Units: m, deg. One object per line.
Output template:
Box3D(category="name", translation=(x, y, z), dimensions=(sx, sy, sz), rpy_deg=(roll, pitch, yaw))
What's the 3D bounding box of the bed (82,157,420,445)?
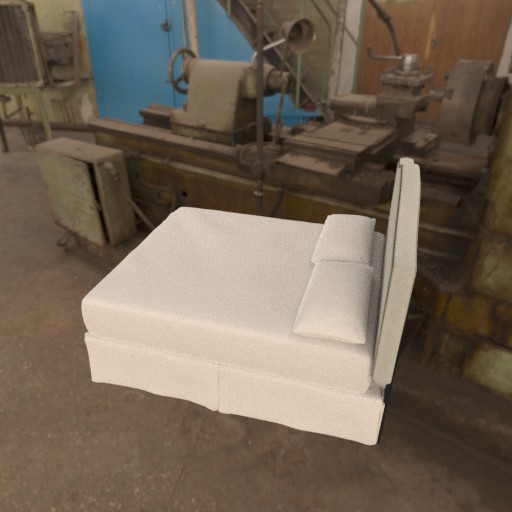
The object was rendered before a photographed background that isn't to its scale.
Box3D(category="bed", translation=(0.000, 0.000, 3.447), dimensions=(2.180, 1.607, 1.813), rpy_deg=(9, 32, 14))
